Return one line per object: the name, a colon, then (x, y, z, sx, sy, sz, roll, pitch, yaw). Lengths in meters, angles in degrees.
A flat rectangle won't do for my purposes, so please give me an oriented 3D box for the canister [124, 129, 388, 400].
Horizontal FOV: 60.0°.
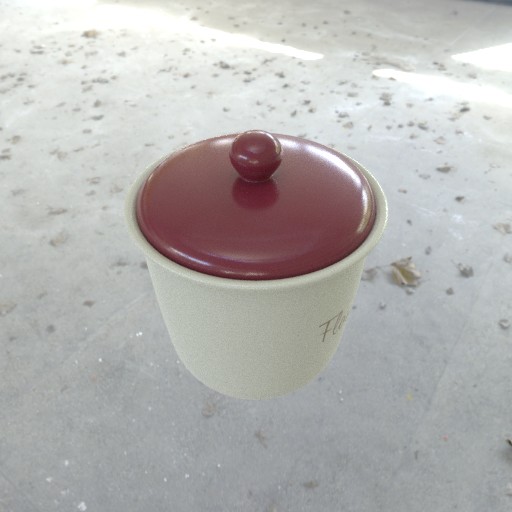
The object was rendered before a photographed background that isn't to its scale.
canister: (0.000, 0.000, 0.350, 0.182, 0.208, 0.182, 0, 42, 0)
